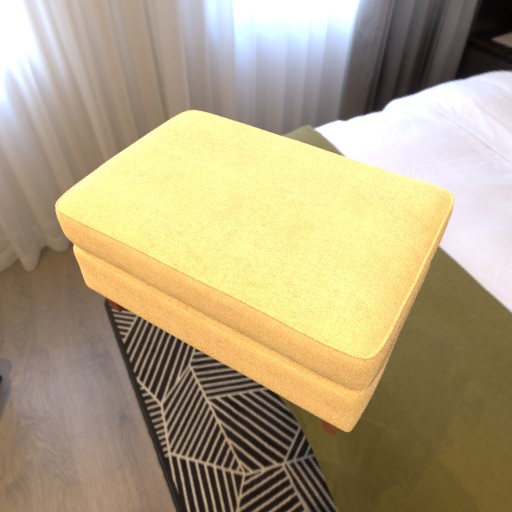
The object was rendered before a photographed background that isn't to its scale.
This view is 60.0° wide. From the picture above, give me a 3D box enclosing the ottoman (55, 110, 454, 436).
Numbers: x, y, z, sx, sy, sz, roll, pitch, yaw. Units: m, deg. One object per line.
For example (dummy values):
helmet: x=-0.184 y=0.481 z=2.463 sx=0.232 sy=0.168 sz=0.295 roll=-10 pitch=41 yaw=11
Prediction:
ottoman: x=0.000 y=0.000 z=1.241 sx=0.862 sy=0.484 sz=0.583 roll=24 pitch=51 yaw=21
